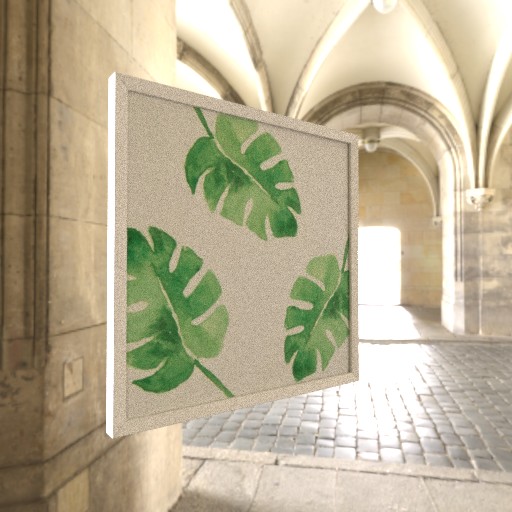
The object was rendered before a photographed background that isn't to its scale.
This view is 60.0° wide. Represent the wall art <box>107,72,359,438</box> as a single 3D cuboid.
[{"bbox_3d":[0.000,0.000,1.161,0.762,0.762,0.040,1,-1,-36],"label":"wall art"}]
